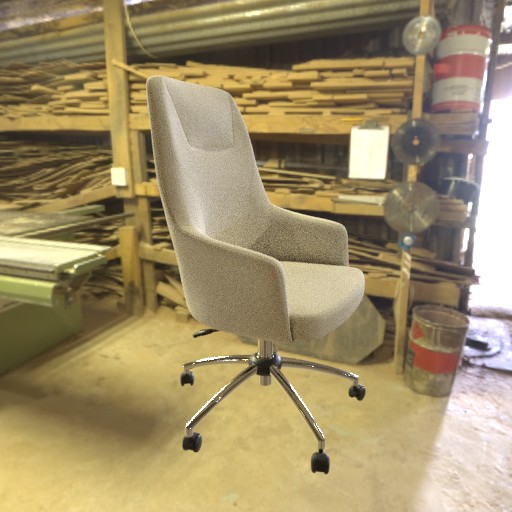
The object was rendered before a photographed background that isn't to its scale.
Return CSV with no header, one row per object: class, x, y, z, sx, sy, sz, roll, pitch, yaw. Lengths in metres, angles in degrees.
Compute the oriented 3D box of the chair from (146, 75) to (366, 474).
chair,0.000,0.000,1.379,0.640,1.049,0.620,7,15,26
